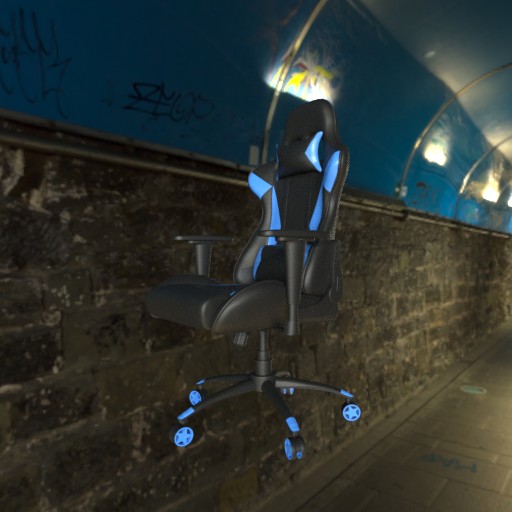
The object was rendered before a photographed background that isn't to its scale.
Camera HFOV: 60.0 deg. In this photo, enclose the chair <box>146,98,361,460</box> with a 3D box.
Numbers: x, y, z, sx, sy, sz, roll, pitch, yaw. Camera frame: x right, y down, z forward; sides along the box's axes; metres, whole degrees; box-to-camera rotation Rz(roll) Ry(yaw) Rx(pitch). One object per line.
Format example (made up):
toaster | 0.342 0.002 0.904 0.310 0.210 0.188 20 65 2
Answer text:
chair | 0.000 0.000 1.697 0.730 1.282 0.695 0 1 -37
